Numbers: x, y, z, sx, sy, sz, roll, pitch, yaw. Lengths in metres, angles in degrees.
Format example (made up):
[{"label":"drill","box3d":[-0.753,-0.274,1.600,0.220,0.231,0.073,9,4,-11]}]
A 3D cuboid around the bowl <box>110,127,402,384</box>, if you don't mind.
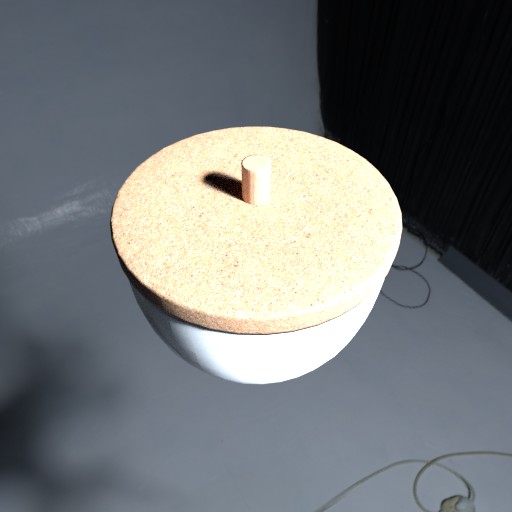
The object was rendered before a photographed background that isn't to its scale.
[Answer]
[{"label":"bowl","box3d":[0.000,0.000,0.220,0.126,0.110,0.126,0,47,0]}]
